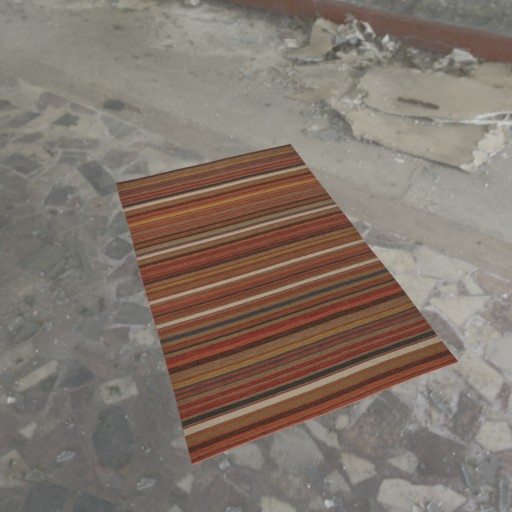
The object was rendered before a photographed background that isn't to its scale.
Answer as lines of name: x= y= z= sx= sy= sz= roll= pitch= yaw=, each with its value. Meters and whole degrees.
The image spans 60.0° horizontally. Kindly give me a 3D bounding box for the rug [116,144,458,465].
rug: x=0.000 y=0.000 z=2.386 sx=1.217 sy=0.007 sz=1.828 roll=-16 pitch=49 yaw=-14
